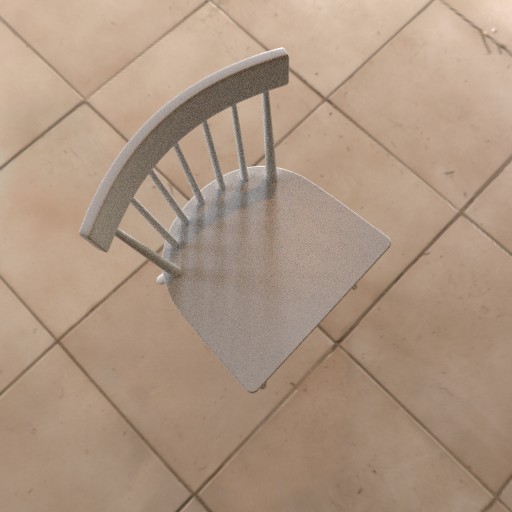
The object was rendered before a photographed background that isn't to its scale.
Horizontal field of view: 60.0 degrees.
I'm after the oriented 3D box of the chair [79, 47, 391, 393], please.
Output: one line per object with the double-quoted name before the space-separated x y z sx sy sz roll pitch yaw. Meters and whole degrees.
"chair" 0.000 0.000 1.088 0.500 0.787 0.483 43 80 9
